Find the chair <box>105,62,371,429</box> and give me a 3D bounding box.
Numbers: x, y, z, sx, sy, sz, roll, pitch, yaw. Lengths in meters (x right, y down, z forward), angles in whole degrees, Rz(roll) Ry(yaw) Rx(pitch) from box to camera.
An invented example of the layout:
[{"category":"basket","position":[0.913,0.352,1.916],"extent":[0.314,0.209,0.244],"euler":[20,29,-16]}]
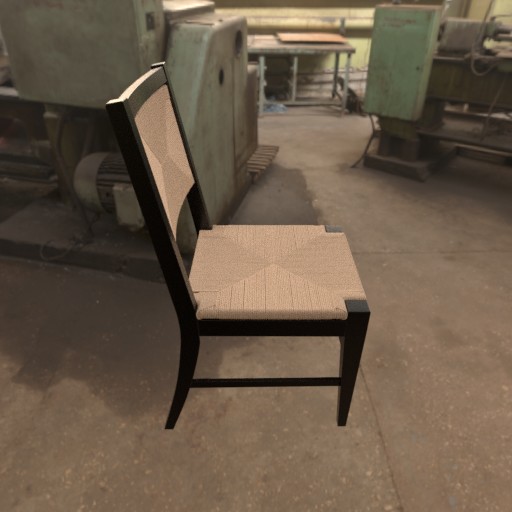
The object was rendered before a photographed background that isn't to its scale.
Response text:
[{"category":"chair","position":[0.000,0.000,1.222],"extent":[0.552,0.927,0.437],"euler":[0,32,0]}]
